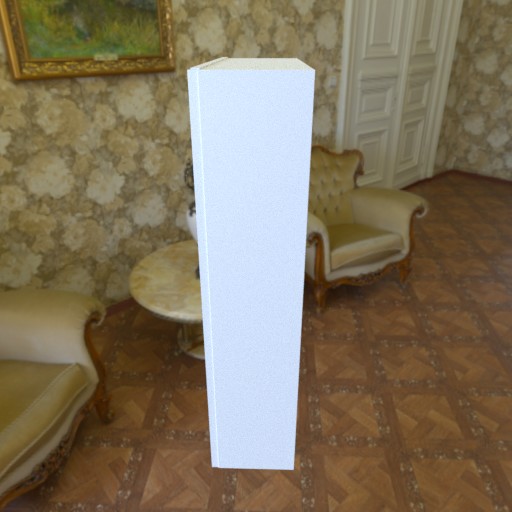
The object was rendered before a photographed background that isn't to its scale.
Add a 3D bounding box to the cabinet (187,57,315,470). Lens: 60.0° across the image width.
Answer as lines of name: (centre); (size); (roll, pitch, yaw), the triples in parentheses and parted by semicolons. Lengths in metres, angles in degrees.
cabinet: (0.000, 0.000, 2.683); (0.480, 2.160, 1.250); (1, 26, 2)
